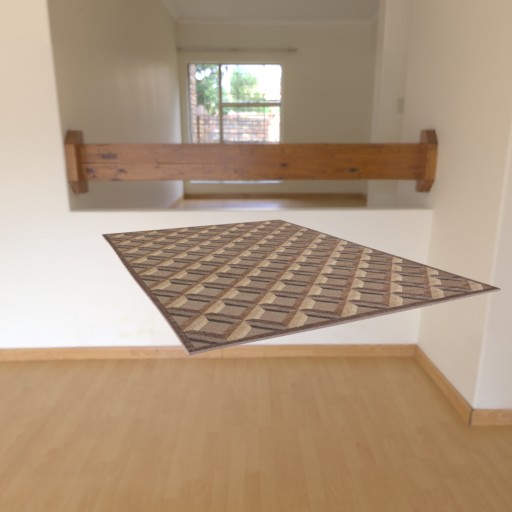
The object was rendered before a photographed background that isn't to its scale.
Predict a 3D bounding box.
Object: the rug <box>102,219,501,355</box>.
[{"bbox_3d":[0.000,0.000,2.829,1.600,0.013,2.260,-7,16,-25],"label":"rug"}]
